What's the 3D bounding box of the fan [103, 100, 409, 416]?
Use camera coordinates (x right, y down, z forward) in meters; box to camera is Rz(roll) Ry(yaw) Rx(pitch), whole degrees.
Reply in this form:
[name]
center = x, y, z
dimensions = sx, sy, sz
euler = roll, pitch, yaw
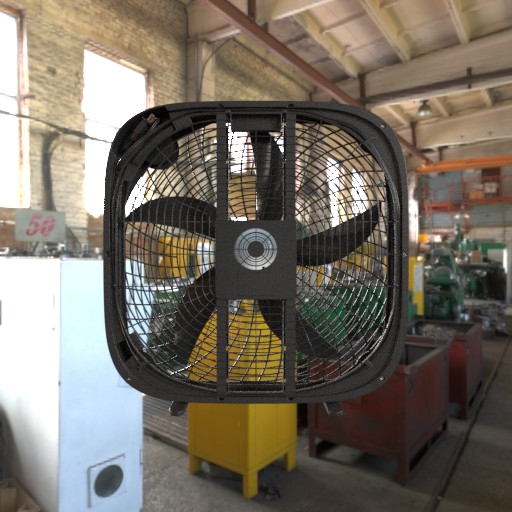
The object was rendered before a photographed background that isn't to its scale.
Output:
[fan]
center = 0.000, 0.000, 0.802
dimensions = 0.526, 0.533, 0.142
euler = 0, 1, 0
